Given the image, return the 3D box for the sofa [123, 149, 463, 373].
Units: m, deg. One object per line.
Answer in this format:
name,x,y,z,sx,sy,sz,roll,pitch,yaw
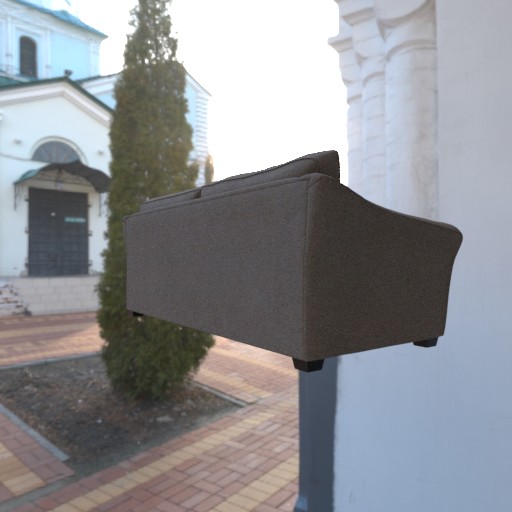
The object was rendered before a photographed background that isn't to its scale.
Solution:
sofa,0.000,0.000,2.799,0.986,0.906,2.270,0,0,-35
